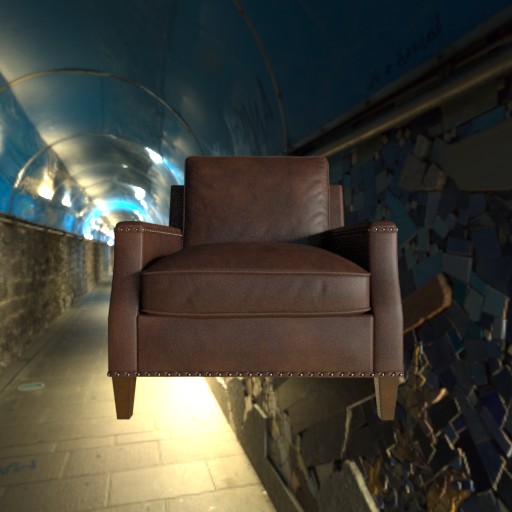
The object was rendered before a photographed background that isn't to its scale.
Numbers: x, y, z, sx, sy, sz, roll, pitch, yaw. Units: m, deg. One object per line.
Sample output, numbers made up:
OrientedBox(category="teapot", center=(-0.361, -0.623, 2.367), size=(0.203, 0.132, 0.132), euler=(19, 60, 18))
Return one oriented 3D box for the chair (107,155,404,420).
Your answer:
OrientedBox(category="chair", center=(0.000, 0.000, 1.727), size=(0.853, 0.929, 1.014), euler=(0, 1, 0))
